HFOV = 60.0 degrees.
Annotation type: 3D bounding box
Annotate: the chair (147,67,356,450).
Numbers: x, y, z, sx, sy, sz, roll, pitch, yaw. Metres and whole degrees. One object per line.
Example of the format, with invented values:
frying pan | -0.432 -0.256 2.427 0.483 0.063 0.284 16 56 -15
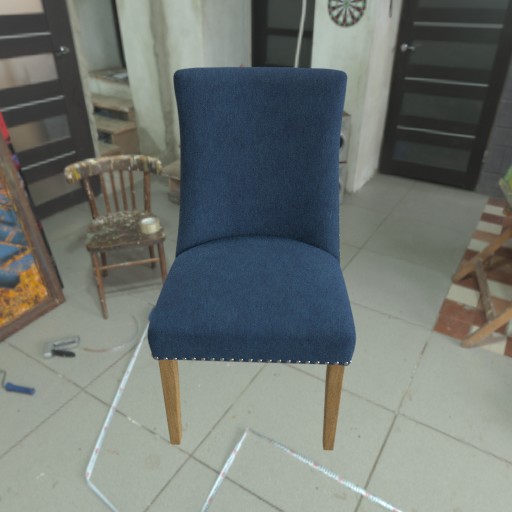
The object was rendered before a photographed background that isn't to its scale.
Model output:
chair | 0.000 0.000 1.240 0.495 0.902 0.610 1 32 2
